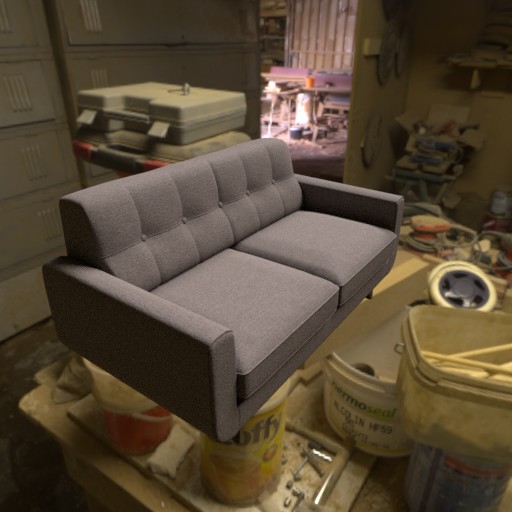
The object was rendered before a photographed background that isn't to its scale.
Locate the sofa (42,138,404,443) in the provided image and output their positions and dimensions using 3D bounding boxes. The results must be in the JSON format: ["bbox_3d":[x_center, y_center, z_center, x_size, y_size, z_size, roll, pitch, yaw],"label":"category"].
[{"bbox_3d":[0.000,0.000,2.136,0.909,0.841,1.631,18,32,32],"label":"sofa"}]
